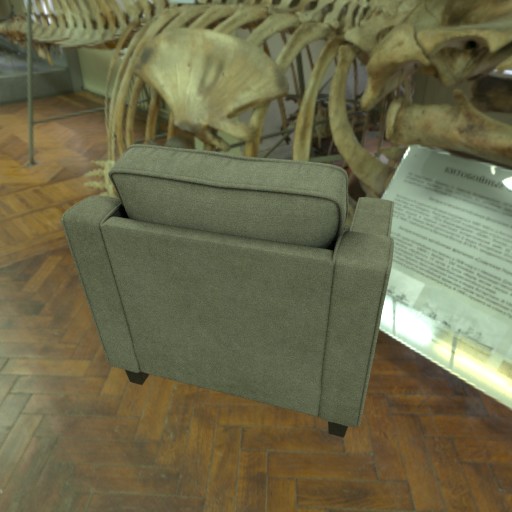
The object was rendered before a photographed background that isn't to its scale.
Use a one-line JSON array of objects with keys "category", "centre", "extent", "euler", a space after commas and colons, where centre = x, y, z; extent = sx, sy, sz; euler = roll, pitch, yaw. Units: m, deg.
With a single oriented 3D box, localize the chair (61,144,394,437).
[{"category": "chair", "centre": [0.000, 0.000, 1.645], "extent": [0.926, 0.944, 0.840], "euler": [9, 33, 15]}]
